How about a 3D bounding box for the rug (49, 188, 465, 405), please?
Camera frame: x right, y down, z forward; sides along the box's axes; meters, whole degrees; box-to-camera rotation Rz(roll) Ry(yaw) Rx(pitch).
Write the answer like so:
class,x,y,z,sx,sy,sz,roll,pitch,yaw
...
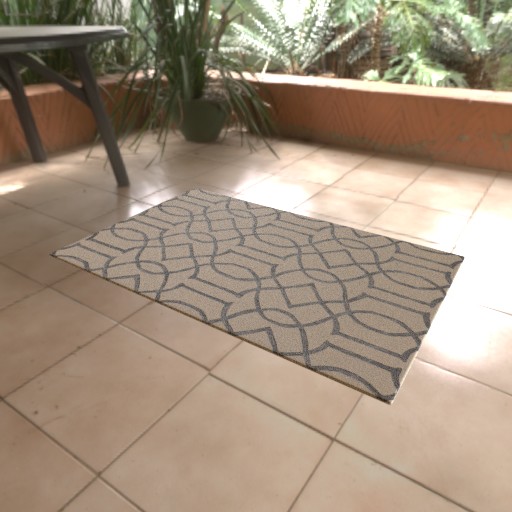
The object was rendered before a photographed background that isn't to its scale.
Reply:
class,x,y,z,sx,sy,sz,roll,pitch,yaw
rug,0.000,0.000,2.986,2.365,0.017,1.521,18,34,29
